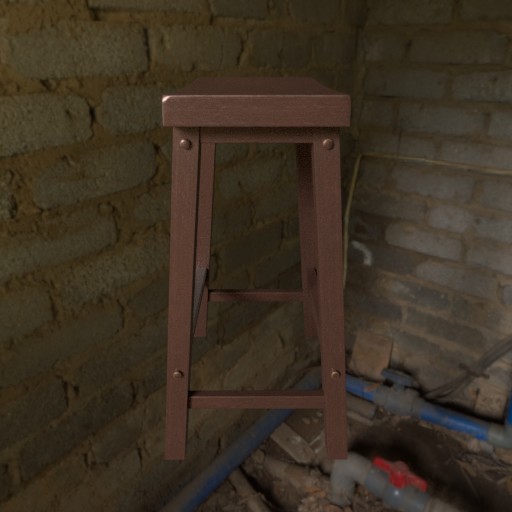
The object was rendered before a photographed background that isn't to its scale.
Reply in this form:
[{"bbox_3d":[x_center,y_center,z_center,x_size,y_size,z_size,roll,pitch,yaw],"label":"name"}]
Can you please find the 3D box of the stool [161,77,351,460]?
[{"bbox_3d":[0.000,0.000,0.840,0.322,0.610,0.406,0,25,0],"label":"stool"}]
